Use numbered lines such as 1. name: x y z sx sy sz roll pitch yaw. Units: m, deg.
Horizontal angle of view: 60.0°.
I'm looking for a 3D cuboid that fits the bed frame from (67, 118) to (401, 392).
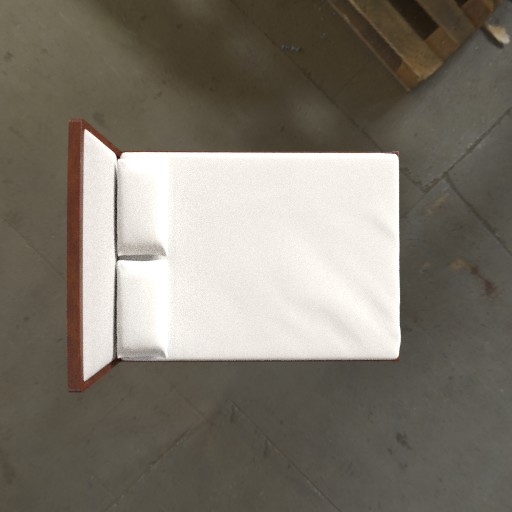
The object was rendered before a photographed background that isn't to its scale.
1. bed frame: 0.000 0.000 3.169 2.171 1.279 1.587 0 90 -1
